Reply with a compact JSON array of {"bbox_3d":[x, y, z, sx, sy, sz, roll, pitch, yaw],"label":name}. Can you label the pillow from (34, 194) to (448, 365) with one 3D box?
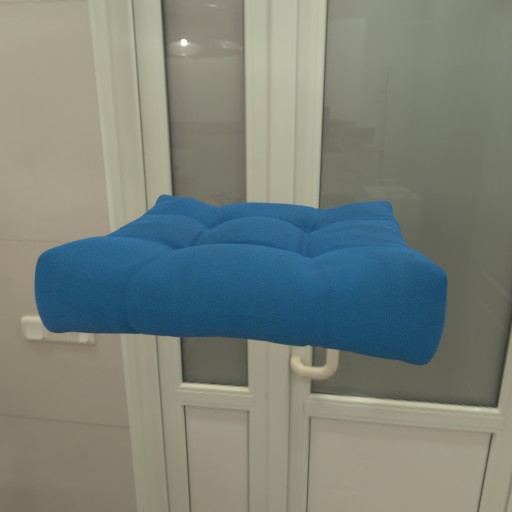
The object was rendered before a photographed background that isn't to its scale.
[{"bbox_3d":[0.000,0.000,0.712,0.490,0.128,0.468,2,17,8],"label":"pillow"}]
